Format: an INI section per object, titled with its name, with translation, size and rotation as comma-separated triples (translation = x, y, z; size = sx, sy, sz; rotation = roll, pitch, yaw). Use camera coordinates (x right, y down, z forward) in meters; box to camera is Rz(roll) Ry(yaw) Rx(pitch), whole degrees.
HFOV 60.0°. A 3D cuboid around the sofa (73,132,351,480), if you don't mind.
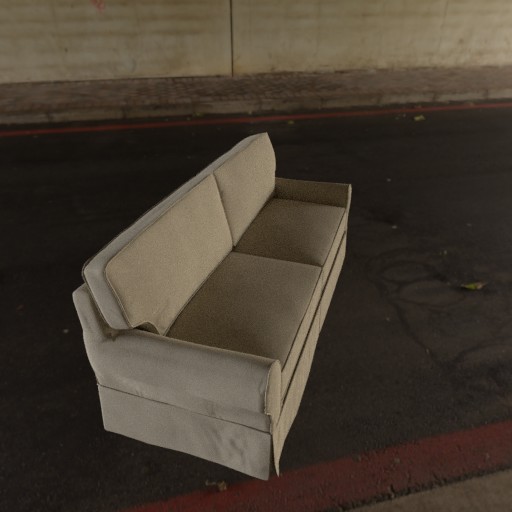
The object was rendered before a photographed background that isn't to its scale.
[sofa]
translation = 0.000, 0.000, 2.701
size = 0.900, 1.014, 2.246
rotation = 10, 31, 16
